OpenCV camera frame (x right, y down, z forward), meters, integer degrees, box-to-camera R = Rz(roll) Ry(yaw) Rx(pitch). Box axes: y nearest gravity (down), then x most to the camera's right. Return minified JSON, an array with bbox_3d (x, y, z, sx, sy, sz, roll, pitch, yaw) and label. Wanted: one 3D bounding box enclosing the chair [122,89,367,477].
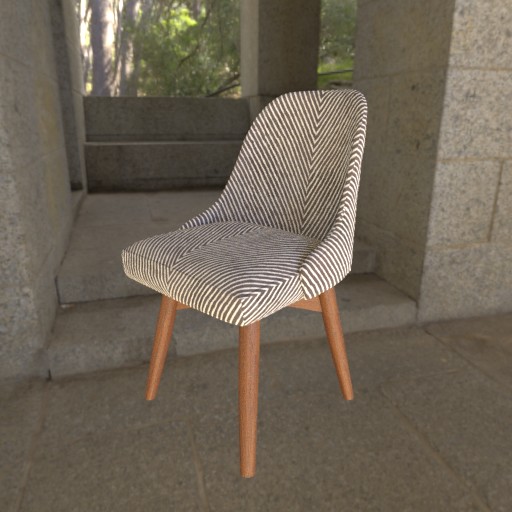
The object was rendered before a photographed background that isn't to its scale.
[{"bbox_3d":[0.000,0.000,1.233,0.504,0.883,0.591,17,24,42],"label":"chair"}]
